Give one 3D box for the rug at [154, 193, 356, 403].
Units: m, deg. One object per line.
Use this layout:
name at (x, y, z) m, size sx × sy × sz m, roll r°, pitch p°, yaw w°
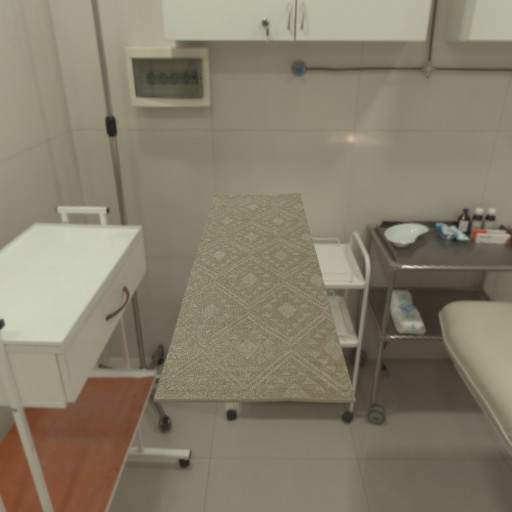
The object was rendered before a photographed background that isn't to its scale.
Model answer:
rug at (0.000, 0.000, 2.731) m, size 0.752 × 0.051 × 2.452 m, roll 0°, pitch 26°, yaw 0°
